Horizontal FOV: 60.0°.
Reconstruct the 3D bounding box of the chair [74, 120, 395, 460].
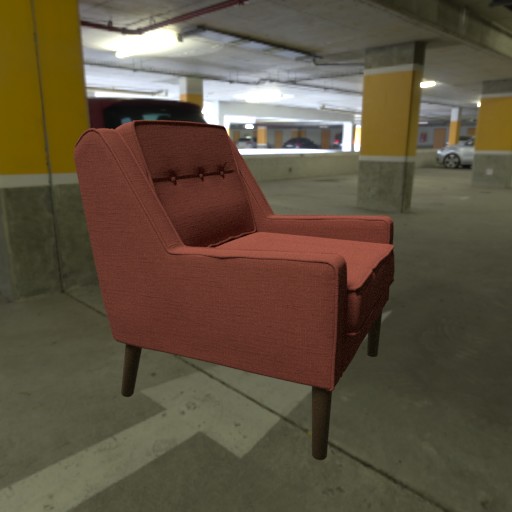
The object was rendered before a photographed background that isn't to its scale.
[{"bbox_3d":[0.000,0.000,1.378,0.770,0.812,0.680,7,16,26],"label":"chair"}]
